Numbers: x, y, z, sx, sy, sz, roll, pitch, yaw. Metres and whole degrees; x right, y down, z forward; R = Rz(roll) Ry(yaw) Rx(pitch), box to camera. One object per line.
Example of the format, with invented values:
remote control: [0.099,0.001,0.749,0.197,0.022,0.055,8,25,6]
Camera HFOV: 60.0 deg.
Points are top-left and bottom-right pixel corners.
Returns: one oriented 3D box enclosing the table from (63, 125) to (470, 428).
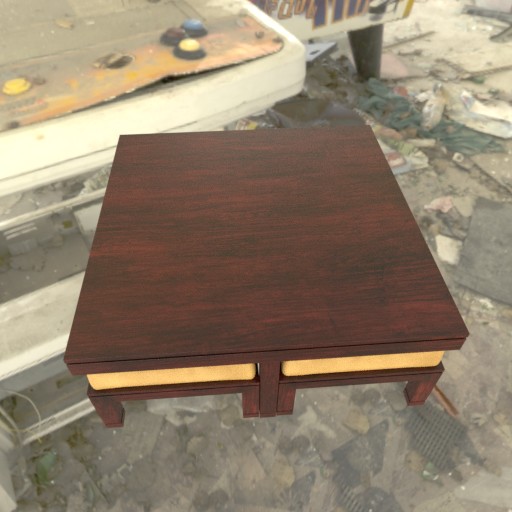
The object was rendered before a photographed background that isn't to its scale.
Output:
table: [0.000,0.000,1.363,0.865,0.356,0.865,-3,47,-3]
